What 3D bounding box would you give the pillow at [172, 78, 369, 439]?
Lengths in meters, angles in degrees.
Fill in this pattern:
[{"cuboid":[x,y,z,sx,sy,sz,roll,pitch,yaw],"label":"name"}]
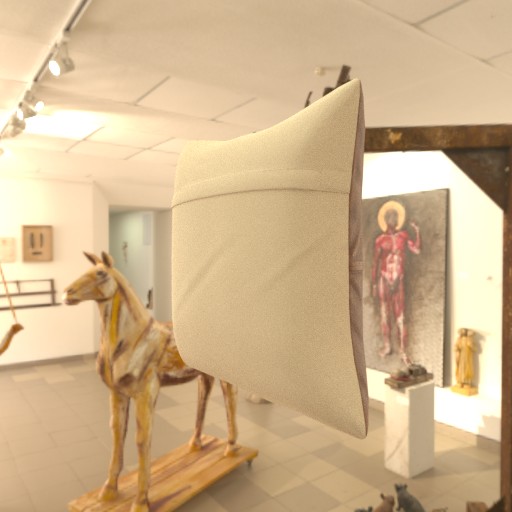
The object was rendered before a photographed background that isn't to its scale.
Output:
[{"cuboid":[0.000,0.000,0.753,0.192,0.470,0.484,-1,1,-37],"label":"pillow"}]
